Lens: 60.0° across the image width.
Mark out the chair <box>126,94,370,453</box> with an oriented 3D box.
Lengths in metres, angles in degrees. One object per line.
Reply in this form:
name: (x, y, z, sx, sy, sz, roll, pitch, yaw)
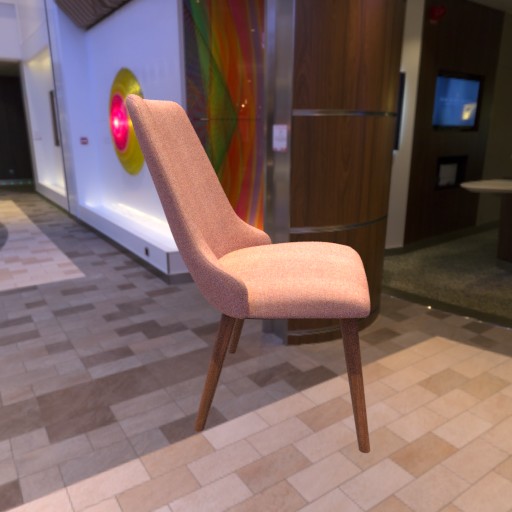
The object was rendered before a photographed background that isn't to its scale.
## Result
chair: (0.000, 0.000, 1.354, 0.707, 0.918, 0.535, 3, 16, 9)
